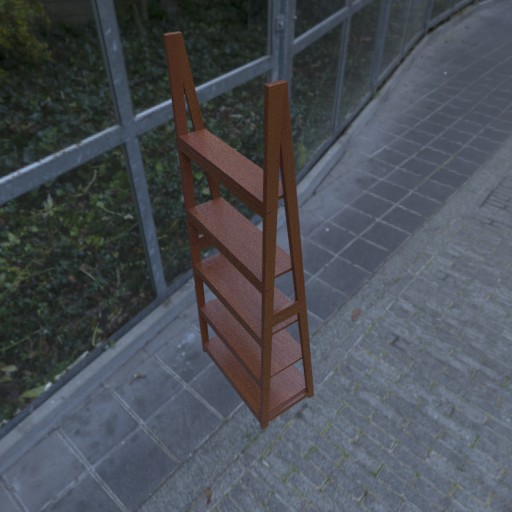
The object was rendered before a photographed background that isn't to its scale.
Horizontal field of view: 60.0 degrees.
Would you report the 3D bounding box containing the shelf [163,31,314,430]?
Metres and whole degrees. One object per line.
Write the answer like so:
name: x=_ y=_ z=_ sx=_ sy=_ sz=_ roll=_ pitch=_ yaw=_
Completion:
shelf: x=0.000 y=0.000 z=2.011 sx=0.356 sy=1.780 sz=0.630 roll=-24 pitch=46 yaw=-26
